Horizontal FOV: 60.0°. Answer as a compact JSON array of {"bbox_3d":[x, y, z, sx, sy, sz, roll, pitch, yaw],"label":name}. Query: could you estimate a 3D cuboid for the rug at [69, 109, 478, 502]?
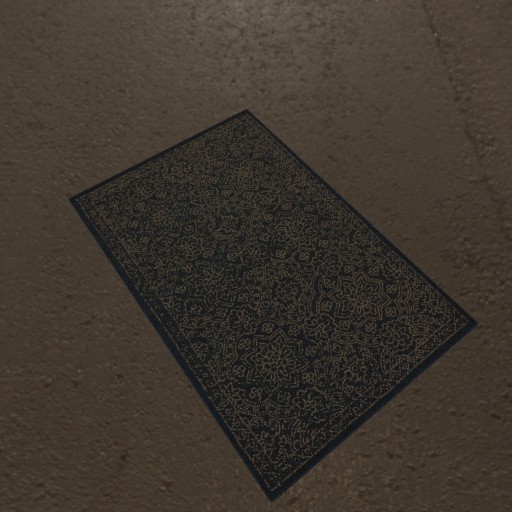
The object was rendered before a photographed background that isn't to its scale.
[{"bbox_3d":[0.000,0.000,2.248,1.219,0.010,1.829,-32,64,-18],"label":"rug"}]
